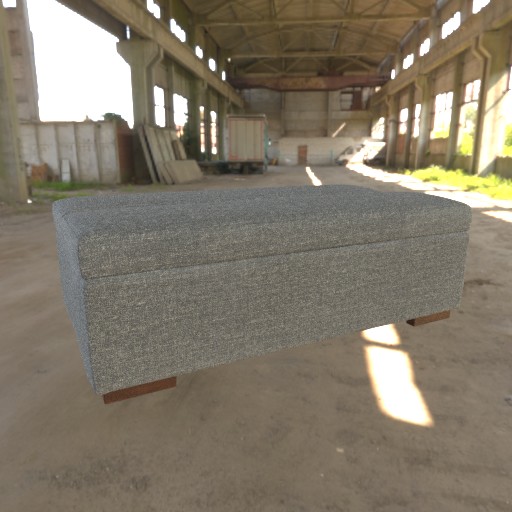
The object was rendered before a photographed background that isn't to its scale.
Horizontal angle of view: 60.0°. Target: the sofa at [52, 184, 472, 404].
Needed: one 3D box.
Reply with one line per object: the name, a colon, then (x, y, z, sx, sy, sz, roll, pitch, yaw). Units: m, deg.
sofa: (0.000, 0.000, 1.531, 1.198, 0.417, 0.782, -7, 15, -27)
